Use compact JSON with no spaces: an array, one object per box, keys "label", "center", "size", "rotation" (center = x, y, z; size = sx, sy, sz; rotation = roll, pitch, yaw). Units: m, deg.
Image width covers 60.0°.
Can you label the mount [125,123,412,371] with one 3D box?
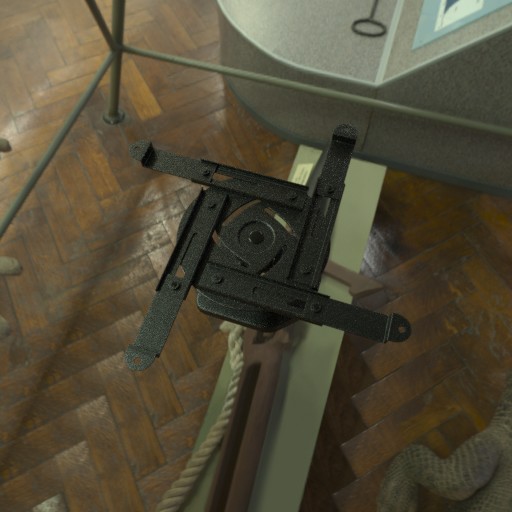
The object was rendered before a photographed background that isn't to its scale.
[{"label":"mount","center":[0.000,0.000,0.593],"size":[0.394,0.141,0.394],"rotation":[16,65,8]}]
